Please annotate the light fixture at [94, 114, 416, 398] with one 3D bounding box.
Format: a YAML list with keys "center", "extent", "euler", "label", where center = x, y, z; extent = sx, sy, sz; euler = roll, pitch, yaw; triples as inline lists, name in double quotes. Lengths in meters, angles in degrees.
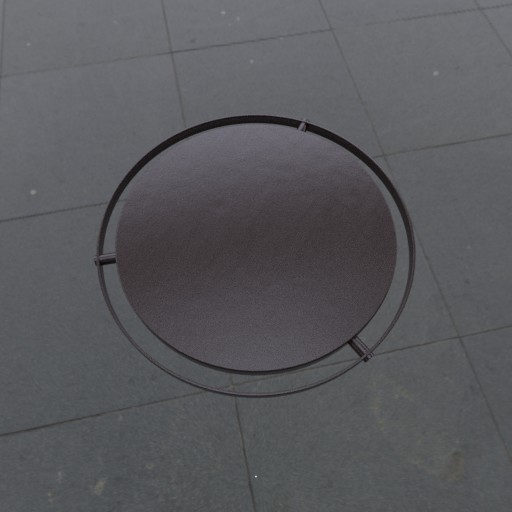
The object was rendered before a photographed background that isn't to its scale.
- center: [0.000, 0.000, 0.560]
  extent: [0.361, 0.130, 0.361]
  euler: [0, 64, 0]
  label: "light fixture"
